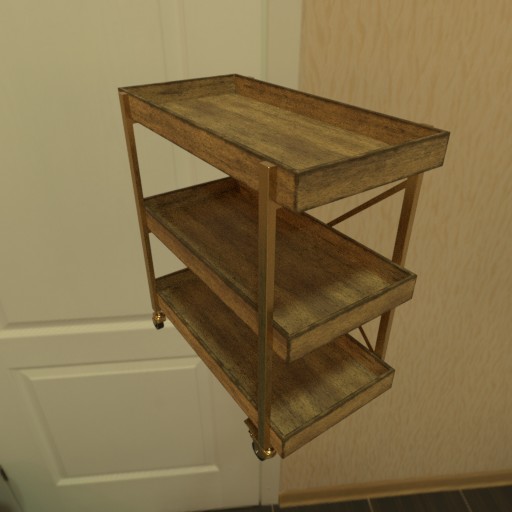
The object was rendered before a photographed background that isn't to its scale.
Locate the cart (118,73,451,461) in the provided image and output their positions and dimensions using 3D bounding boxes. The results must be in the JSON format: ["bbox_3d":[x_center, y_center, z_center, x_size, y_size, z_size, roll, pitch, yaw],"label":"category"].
[{"bbox_3d":[0.000,0.000,1.212,0.416,0.799,0.750,-20,37,-29],"label":"cart"}]
